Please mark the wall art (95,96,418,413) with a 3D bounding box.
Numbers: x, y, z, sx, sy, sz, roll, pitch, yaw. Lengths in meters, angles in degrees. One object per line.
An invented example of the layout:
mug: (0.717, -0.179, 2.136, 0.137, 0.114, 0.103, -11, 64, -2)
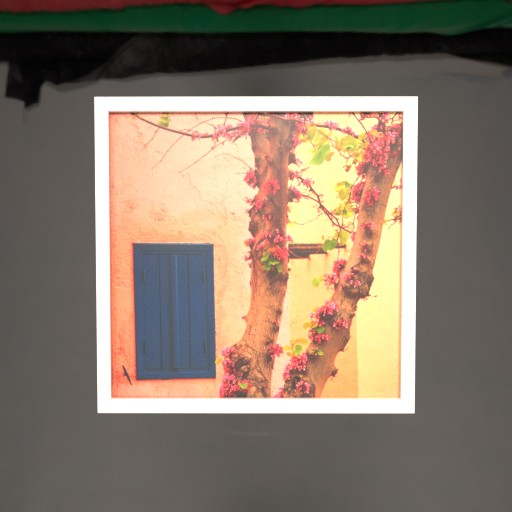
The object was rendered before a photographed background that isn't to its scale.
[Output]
wall art: (0.000, 0.000, 0.441, 0.305, 0.302, 0.038, 0, 2, 0)
